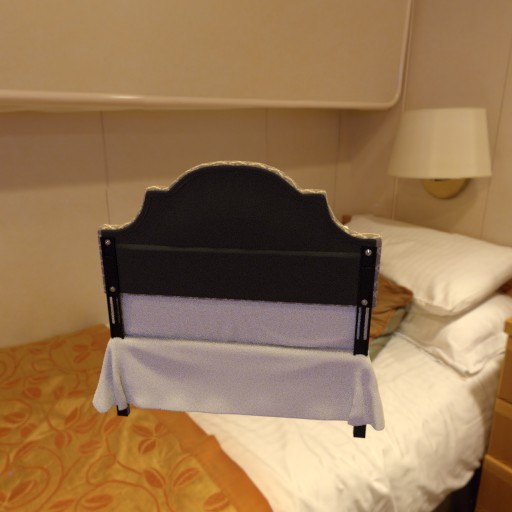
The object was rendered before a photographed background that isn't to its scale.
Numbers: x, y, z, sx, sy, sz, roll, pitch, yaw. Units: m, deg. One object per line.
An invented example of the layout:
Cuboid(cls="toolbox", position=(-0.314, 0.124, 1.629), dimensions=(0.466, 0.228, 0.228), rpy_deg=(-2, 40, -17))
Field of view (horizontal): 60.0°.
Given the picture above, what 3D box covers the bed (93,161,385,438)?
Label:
Cuboid(cls="bed", position=(0.000, 0.000, 3.452), dimensions=(1.780, 1.633, 2.222), rpy_deg=(2, 18, 7))
